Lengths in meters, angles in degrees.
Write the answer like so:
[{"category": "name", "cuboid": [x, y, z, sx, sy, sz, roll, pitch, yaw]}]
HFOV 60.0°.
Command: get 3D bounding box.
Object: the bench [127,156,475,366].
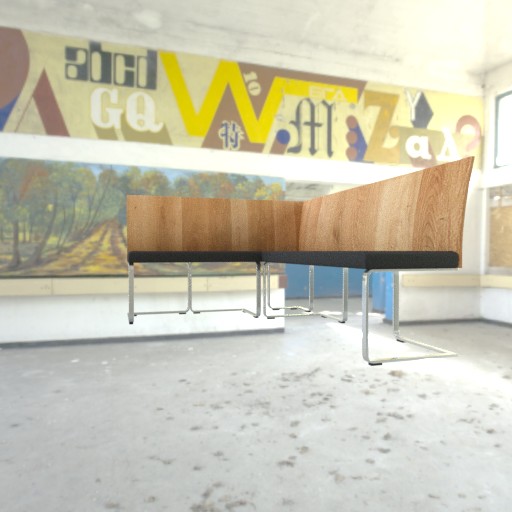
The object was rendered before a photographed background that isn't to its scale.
[{"category": "bench", "cuboid": [0.000, 0.000, 2.741, 1.495, 0.930, 1.945, 0, 1, -17]}]
